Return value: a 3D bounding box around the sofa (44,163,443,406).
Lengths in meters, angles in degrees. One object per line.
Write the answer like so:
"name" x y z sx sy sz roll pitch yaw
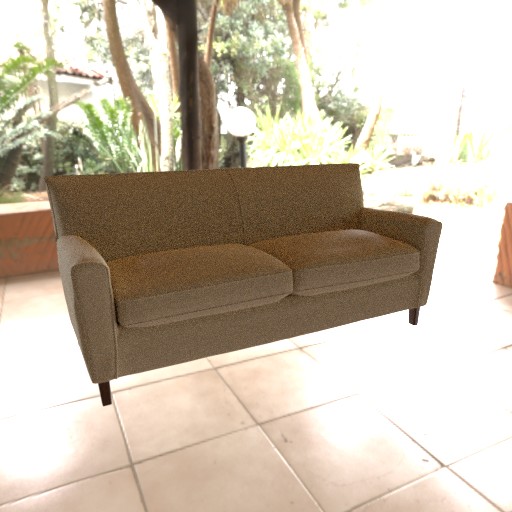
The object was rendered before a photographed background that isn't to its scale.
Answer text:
"sofa" 0.000 0.000 2.450 2.001 0.907 0.841 -8 18 -26
